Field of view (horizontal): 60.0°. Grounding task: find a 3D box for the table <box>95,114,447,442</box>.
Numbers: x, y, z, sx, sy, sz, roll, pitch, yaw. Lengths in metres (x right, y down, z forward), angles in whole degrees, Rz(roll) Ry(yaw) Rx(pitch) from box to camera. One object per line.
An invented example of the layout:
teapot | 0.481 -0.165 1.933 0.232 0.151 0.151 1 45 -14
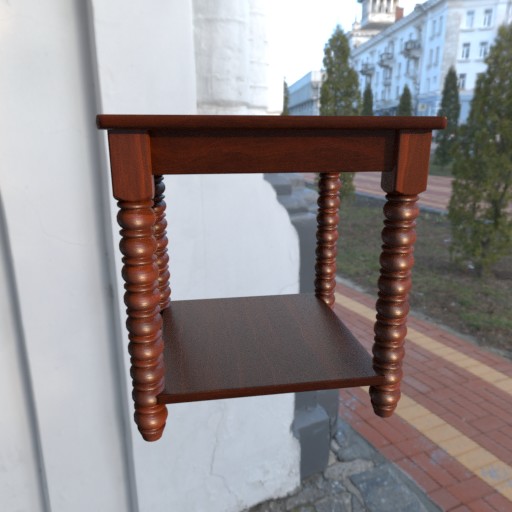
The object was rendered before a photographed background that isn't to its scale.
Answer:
table | 0.000 0.000 0.964 0.533 0.567 0.500 -2 16 -9
